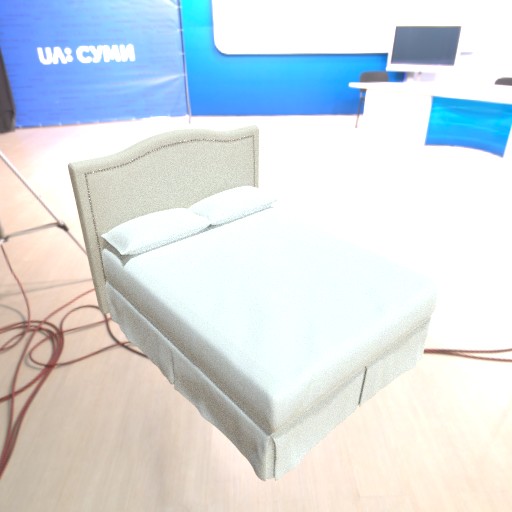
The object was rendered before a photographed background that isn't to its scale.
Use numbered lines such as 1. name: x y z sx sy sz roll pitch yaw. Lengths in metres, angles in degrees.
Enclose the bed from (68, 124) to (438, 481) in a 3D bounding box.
1. bed: 0.000 0.000 3.272 1.753 1.460 2.143 -23 37 -34
